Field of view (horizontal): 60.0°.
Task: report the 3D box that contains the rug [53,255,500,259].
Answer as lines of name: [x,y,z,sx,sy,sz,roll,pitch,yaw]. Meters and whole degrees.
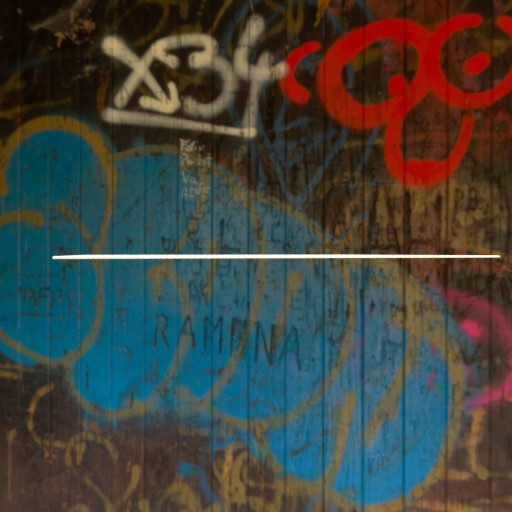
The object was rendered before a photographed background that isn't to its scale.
rug: [0.000,0.000,4.004,3.050,0.015,2.441,0,0,-17]
